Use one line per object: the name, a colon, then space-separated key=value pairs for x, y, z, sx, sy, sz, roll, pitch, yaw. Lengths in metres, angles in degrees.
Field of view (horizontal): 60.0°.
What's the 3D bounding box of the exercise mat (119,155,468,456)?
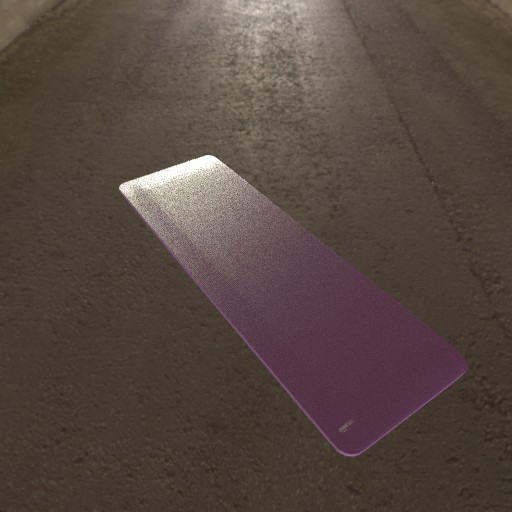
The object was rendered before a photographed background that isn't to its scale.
exercise mat: x=0.000 y=0.000 z=2.039 sx=0.616 sy=0.021 sz=1.869 roll=-25 pitch=47 yaw=-25
